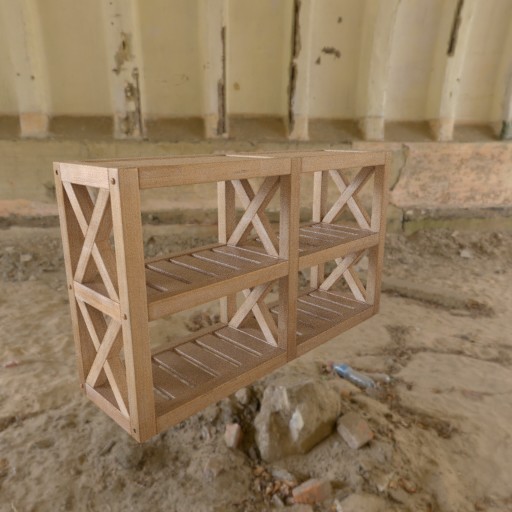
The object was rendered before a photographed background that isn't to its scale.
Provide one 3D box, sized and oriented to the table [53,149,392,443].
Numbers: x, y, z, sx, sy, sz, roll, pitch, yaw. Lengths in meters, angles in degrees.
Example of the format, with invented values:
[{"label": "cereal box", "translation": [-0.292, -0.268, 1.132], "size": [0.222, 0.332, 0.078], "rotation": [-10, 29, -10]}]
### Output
[{"label": "table", "translation": [0.000, 0.000, 1.717], "size": [0.381, 0.762, 1.320], "rotation": [15, 21, 43]}]
